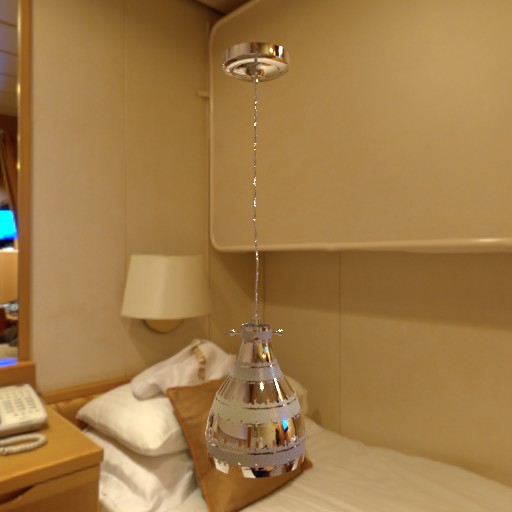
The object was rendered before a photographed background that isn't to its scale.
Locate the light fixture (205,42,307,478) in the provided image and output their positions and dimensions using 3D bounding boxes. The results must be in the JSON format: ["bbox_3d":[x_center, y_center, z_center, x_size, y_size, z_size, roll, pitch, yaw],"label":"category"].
[{"bbox_3d":[0.000,0.000,1.633,0.374,1.457,0.374,0,0,0],"label":"light fixture"}]
